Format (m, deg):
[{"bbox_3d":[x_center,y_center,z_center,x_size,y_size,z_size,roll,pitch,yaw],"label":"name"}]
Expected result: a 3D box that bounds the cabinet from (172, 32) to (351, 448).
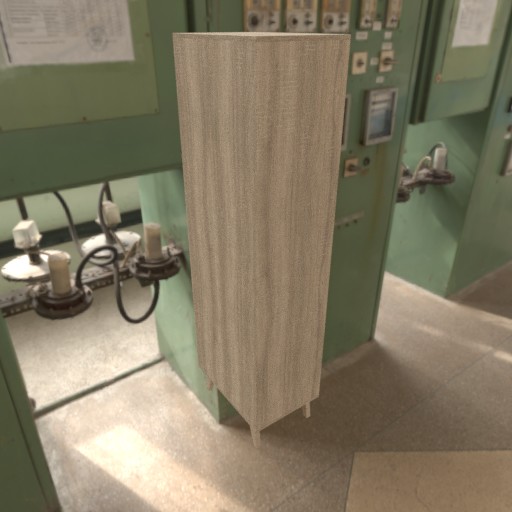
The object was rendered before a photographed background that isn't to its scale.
[{"bbox_3d":[0.000,0.000,2.063,0.400,1.850,0.570,-18,33,-31],"label":"cabinet"}]
